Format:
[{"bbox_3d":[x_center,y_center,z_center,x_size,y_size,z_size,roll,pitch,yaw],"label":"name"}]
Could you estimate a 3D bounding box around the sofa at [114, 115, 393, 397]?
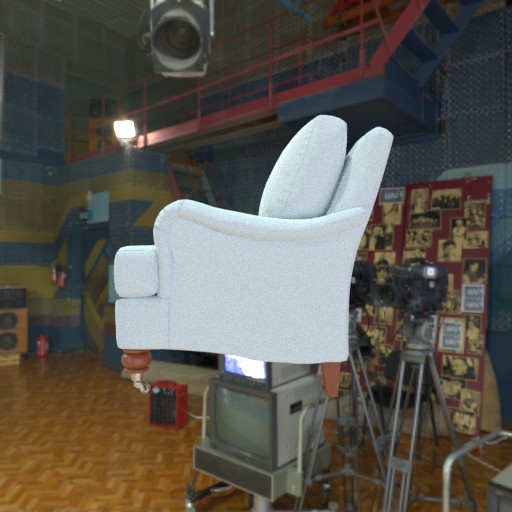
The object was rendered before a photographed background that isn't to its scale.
[{"bbox_3d":[0.000,0.000,2.557,1.084,1.101,1.853,0,-1,1],"label":"sofa"}]
